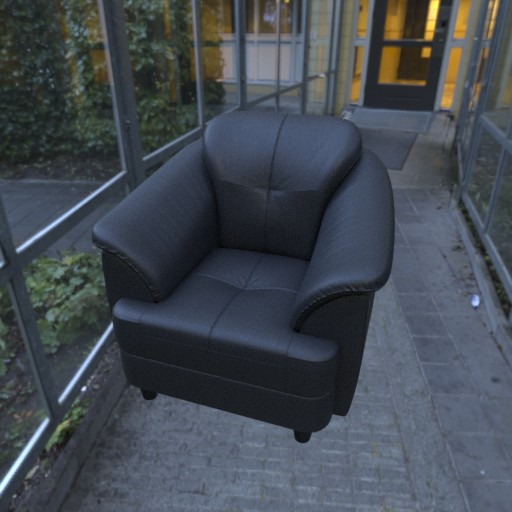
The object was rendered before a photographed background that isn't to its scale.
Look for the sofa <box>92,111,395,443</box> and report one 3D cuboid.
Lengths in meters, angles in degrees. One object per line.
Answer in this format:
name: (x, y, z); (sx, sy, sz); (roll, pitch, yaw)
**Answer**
sofa: (0.000, 0.000, 1.486); (0.870, 0.811, 0.794); (9, 29, 17)
